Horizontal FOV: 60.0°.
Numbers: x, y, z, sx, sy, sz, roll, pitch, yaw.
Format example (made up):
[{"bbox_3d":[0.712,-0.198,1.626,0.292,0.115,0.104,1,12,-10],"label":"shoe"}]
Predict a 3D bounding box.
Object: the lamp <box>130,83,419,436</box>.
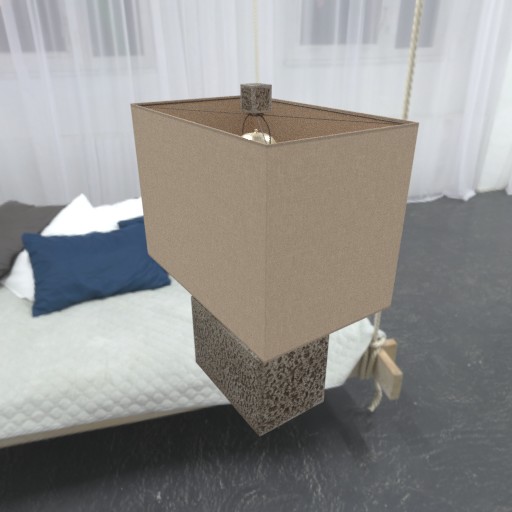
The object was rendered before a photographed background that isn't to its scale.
[{"bbox_3d":[0.000,0.000,0.567,0.180,0.411,0.294,-17,30,-30],"label":"lamp"}]
